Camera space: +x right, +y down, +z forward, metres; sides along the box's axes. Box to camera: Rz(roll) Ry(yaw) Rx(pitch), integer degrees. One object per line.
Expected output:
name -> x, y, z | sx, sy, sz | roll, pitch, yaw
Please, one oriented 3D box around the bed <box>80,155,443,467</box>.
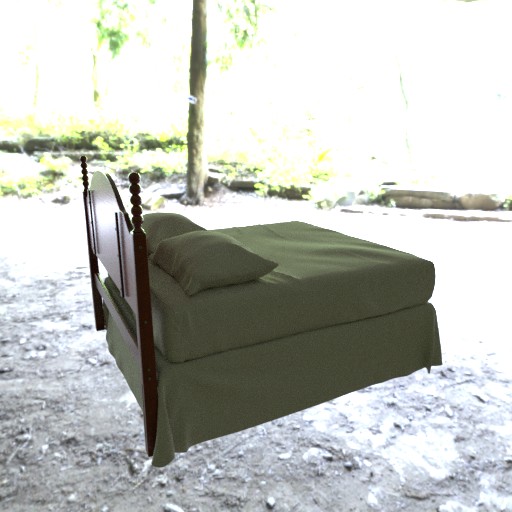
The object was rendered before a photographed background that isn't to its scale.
bed -> 0.000, 0.000, 3.117 | 2.040, 1.356, 1.873 | -8, 17, -27
